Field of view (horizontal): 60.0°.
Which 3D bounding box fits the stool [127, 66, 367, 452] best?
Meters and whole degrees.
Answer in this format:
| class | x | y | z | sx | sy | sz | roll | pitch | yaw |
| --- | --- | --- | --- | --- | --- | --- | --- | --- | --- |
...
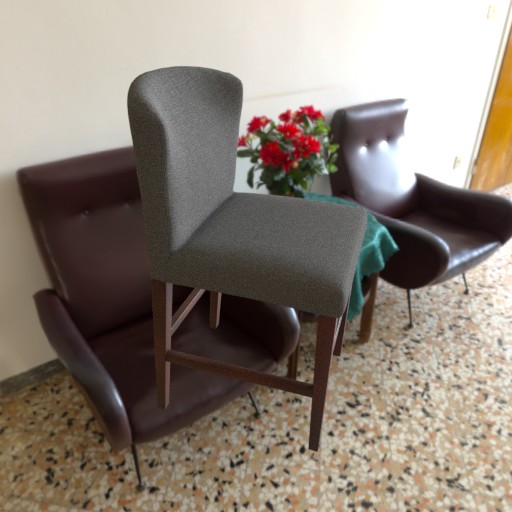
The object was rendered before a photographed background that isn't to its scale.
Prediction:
| class | x | y | z | sx | sy | sz | roll | pitch | yaw |
| --- | --- | --- | --- | --- | --- | --- | --- | --- | --- |
| stool | 0.000 | 0.000 | 1.268 | 0.568 | 0.968 | 0.479 | 10 | 32 | 16 |
